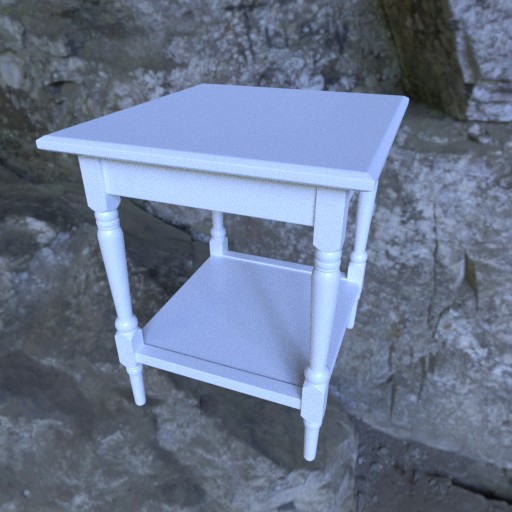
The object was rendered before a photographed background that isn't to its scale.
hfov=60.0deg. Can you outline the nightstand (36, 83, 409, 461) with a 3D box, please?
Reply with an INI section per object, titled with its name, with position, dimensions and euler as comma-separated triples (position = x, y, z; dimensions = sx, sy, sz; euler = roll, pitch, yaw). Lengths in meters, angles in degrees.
[nightstand]
position = 0.000, 0.000, 0.879
dimensions = 0.459, 0.555, 0.505
euler = 11, 31, 18
